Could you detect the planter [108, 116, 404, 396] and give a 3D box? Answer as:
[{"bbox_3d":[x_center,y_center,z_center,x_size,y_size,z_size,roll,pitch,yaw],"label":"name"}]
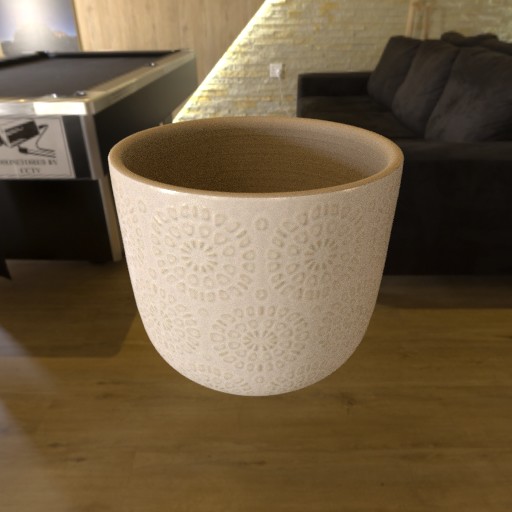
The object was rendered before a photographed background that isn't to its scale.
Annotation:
[{"bbox_3d":[0.000,0.000,0.301,0.170,0.152,0.170,0,29,0],"label":"planter"}]
